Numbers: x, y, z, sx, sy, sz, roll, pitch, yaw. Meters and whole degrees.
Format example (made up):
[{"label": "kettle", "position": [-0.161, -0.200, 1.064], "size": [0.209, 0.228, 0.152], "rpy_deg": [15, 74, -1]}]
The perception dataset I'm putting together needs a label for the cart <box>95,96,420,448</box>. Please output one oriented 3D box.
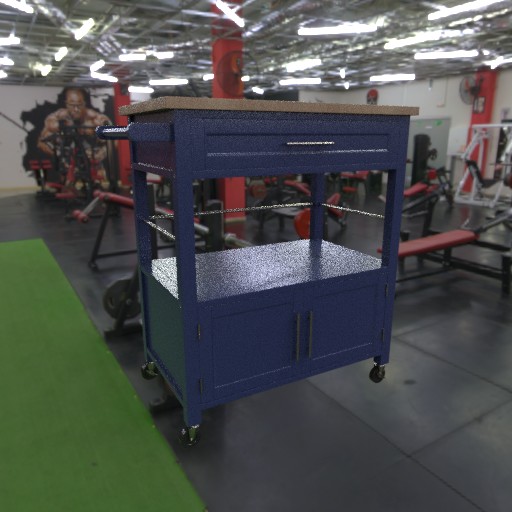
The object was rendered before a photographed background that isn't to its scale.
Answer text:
[{"label": "cart", "position": [0.000, 0.000, 1.408], "size": [0.840, 0.901, 0.459], "rpy_deg": [-8, 17, -28]}]
